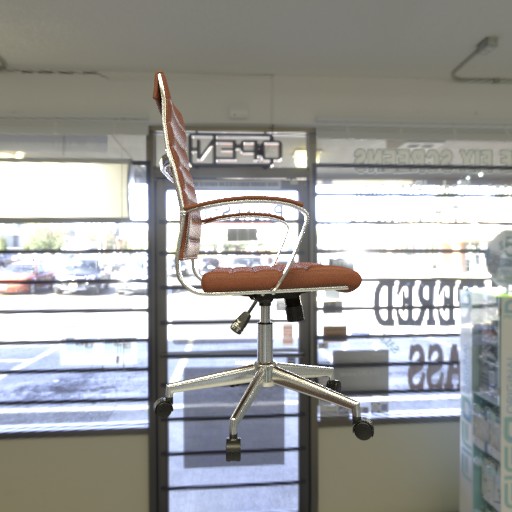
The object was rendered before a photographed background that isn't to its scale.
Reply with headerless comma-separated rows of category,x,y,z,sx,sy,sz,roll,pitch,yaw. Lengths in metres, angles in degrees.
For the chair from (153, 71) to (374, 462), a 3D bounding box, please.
chair,0.000,0.000,1.600,0.739,1.149,0.766,0,0,-2
